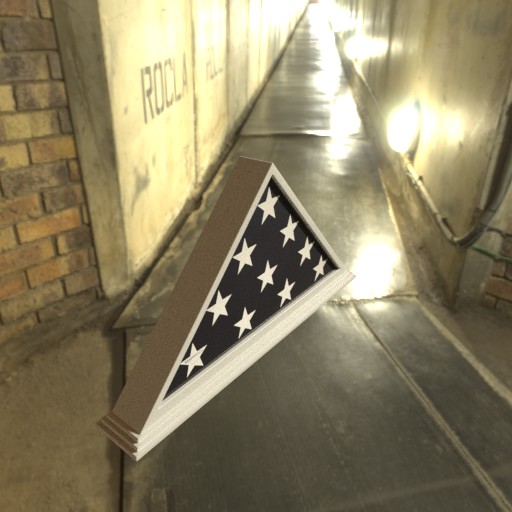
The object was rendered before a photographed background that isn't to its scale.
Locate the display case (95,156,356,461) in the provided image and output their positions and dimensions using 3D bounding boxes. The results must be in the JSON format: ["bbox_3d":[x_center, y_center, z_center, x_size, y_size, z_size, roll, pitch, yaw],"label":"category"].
[{"bbox_3d":[0.000,0.000,0.773,0.095,0.340,0.640,20,33,34],"label":"display case"}]
